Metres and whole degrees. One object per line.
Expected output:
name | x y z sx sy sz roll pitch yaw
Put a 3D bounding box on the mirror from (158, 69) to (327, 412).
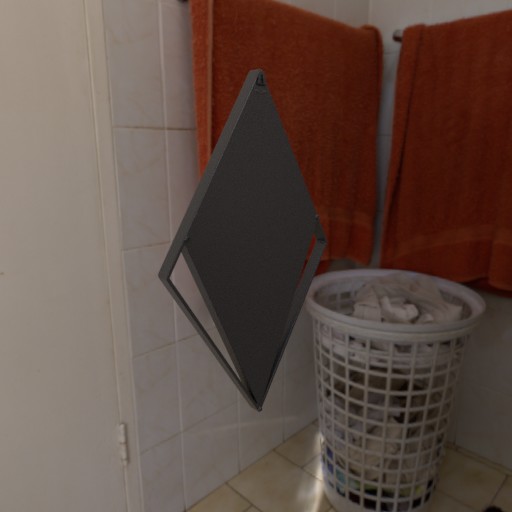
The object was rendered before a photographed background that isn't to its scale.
mirror | 0.000 0.000 0.866 0.419 0.679 0.032 -13 19 -42
